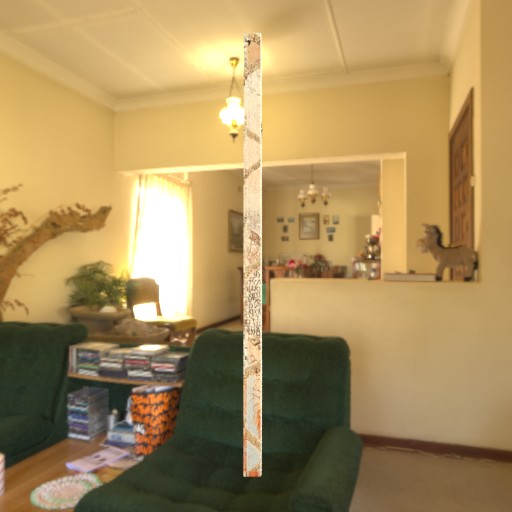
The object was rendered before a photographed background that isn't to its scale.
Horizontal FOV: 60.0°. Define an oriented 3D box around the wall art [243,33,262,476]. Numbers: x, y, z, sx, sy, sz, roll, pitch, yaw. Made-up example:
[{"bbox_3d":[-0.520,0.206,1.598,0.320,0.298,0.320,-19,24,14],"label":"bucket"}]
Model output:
[{"bbox_3d":[0.000,0.000,1.360,0.039,0.914,0.912,0,-1,1],"label":"wall art"}]
